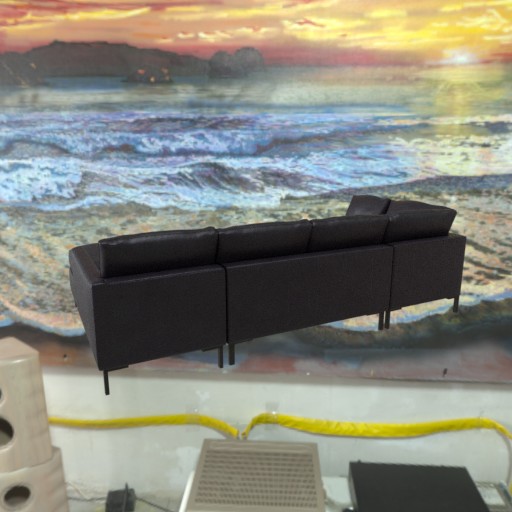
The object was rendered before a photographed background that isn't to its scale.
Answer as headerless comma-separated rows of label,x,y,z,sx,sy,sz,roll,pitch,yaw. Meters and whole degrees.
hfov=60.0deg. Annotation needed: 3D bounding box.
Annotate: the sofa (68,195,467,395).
sofa,0.000,0.000,3.839,2.956,0.900,1.939,-7,15,-26
